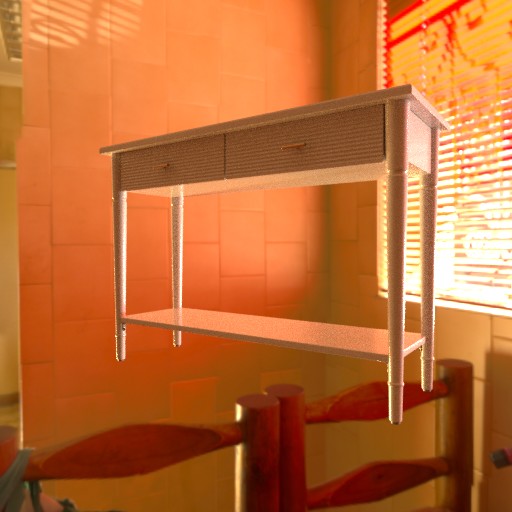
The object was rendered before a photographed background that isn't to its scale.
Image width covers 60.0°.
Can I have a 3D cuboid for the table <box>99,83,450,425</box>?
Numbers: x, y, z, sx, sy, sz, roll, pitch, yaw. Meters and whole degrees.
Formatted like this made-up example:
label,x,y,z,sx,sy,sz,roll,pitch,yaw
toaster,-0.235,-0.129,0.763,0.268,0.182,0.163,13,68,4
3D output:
label,x,y,z,sx,sy,sz,roll,pitch,yaw
table,0.000,0.000,1.402,1.067,0.749,0.381,1,1,35
